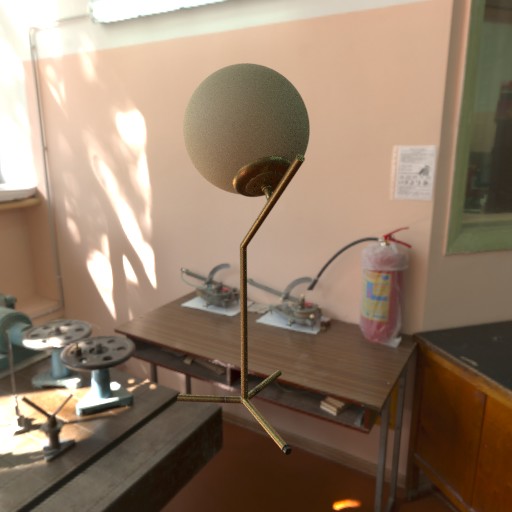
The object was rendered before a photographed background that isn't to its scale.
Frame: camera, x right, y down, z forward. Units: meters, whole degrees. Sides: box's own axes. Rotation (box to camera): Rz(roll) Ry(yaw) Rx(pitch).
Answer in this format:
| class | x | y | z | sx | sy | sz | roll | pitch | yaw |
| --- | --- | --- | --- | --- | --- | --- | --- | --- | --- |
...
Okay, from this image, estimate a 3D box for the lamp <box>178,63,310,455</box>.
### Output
| class | x | y | z | sx | sy | sz | roll | pitch | yaw |
| --- | --- | --- | --- | --- | --- | --- | --- | --- | --- |
| lamp | 0.000 | 0.000 | 0.673 | 0.210 | 0.552 | 0.251 | -7 | 15 | -25 |
